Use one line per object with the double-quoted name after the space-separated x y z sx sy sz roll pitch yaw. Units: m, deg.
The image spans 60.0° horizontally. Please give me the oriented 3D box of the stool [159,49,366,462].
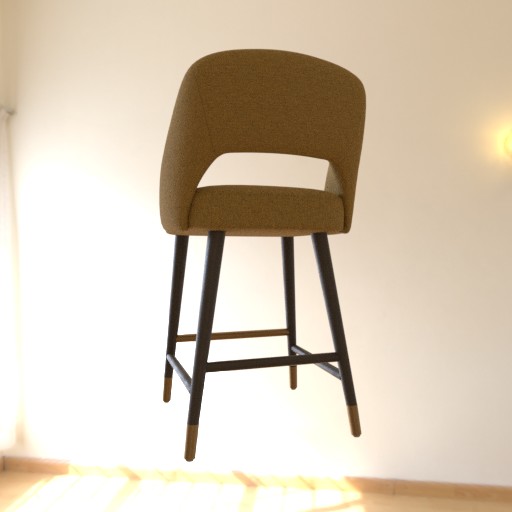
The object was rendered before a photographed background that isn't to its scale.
0.000 0.000 1.246 0.536 0.939 0.522 0 0 -18 "stool"
